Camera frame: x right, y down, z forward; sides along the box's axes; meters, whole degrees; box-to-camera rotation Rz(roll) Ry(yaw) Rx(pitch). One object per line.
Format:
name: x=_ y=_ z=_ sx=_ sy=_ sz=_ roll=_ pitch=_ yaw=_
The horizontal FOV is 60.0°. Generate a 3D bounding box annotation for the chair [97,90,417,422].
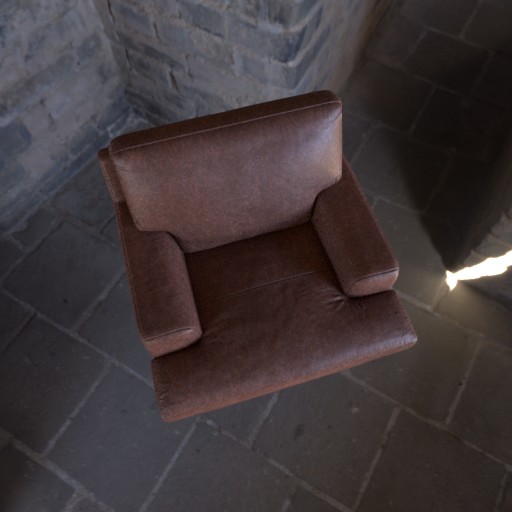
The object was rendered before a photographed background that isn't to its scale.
chair: x=0.000 y=0.000 z=2.012 sx=1.168 sy=0.939 sz=1.143 roll=-15 pitch=65 yaw=-7
